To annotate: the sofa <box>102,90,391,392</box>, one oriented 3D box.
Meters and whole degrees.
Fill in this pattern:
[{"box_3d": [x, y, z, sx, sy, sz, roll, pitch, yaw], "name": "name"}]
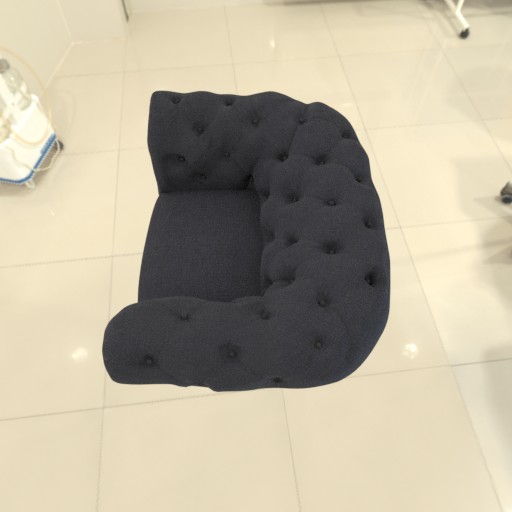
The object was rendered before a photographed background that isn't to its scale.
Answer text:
[{"box_3d": [0.000, 0.000, 2.046, 1.032, 0.878, 1.405, 0, 58, 0], "name": "sofa"}]
